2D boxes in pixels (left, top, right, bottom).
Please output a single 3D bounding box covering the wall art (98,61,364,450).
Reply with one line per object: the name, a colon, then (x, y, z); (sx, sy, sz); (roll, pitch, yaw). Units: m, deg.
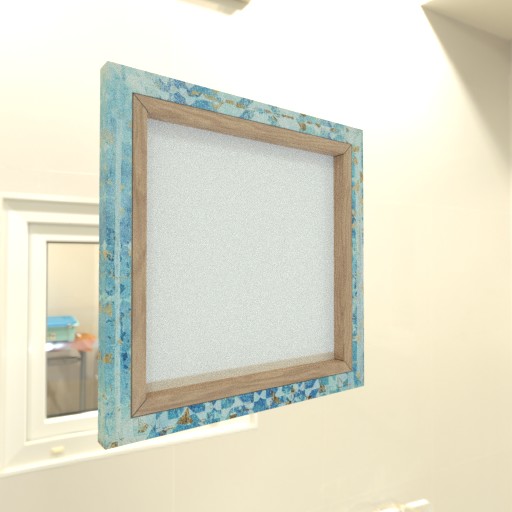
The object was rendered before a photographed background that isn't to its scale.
wall art: (0.000, 0.000, 0.888); (0.609, 0.609, 0.040); (1, -1, -36)
